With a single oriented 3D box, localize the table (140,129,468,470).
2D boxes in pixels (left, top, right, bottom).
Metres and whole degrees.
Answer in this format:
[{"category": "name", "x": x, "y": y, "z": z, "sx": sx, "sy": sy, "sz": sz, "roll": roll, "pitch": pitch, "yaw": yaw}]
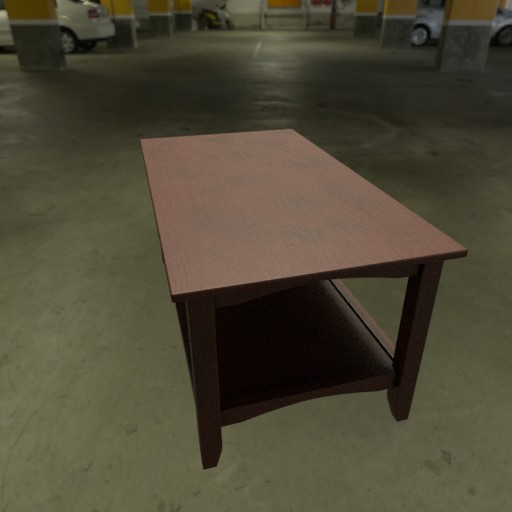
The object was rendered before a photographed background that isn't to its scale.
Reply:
[{"category": "table", "x": 0.000, "y": 0.000, "z": 1.241, "sx": 0.533, "sy": 0.456, "sz": 0.943, "roll": -8, "pitch": 30, "yaw": -14}]
